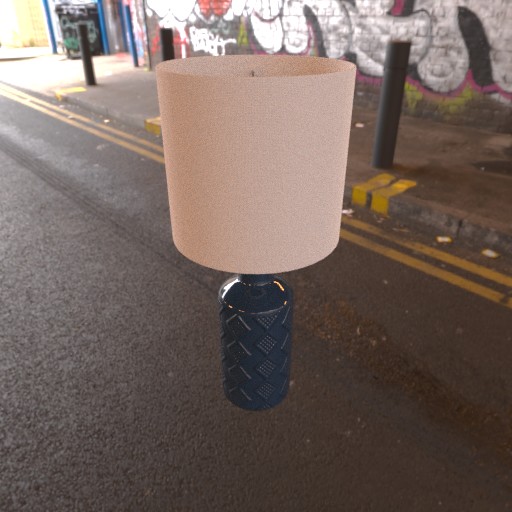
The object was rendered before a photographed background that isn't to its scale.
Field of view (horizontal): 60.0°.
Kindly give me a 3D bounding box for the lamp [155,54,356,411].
[{"bbox_3d":[0.000,0.000,0.576,0.207,0.461,0.207,-1,29,-2],"label":"lamp"}]
